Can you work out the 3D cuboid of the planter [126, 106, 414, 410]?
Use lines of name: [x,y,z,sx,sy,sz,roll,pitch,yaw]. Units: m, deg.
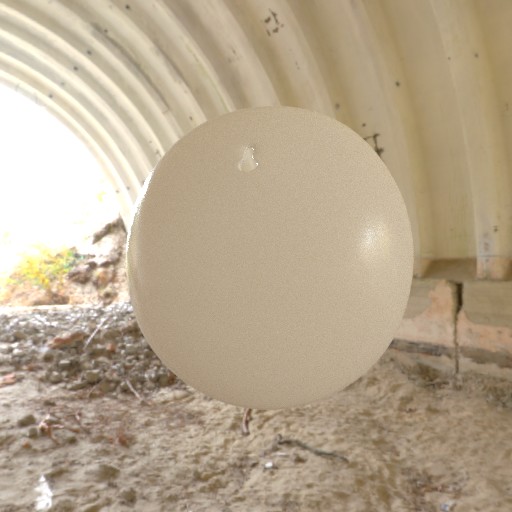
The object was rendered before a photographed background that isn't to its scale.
planter: [0.000,0.000,0.276,0.185,0.188,0.043,-1,-2,18]
